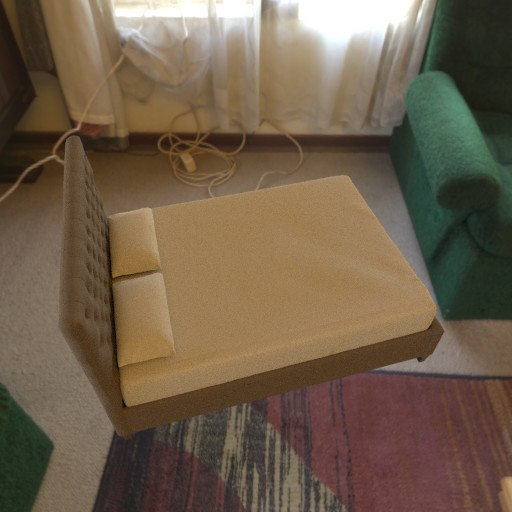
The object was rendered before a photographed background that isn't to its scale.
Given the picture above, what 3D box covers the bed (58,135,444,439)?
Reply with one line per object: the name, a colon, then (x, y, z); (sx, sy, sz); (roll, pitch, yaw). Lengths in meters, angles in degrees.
bed: (0.000, 0.000, 3.323); (2.387, 1.427, 1.698); (-11, 48, -10)
